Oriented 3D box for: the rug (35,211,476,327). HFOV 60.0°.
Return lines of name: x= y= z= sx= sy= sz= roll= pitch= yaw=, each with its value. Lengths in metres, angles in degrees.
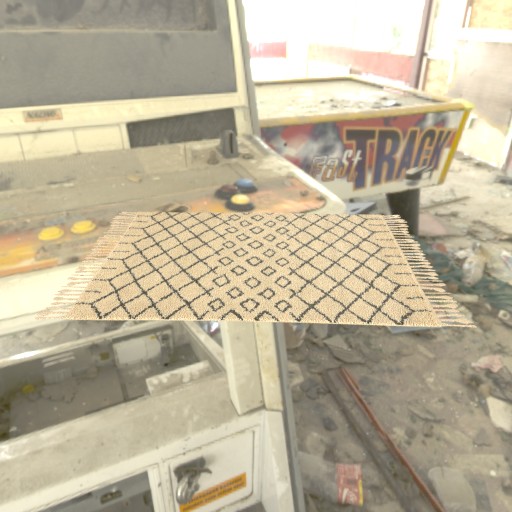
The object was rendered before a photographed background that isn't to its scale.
rug: x=0.000 y=0.000 z=3.321 sx=2.615 sy=0.029 sz=1.664 roll=1 pitch=28 yaw=2
